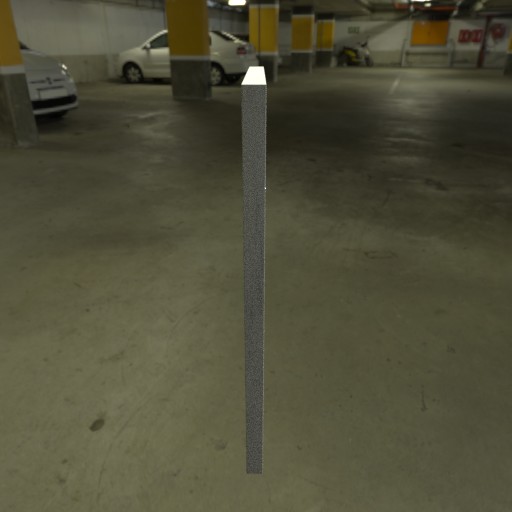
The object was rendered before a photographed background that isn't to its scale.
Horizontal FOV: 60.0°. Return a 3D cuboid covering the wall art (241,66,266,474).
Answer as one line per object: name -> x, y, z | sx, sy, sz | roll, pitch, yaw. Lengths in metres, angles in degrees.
wall art -> 0.000, 0.000, 1.196 | 0.043, 0.914, 0.624 | 0, 26, 0
